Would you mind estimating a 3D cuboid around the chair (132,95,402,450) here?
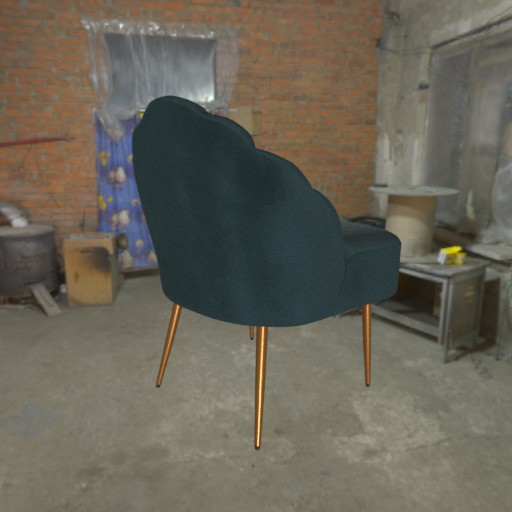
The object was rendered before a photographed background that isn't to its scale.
[{"bbox_3d":[0.000,0.000,1.266,0.657,0.819,0.599,13,18,42],"label":"chair"}]
